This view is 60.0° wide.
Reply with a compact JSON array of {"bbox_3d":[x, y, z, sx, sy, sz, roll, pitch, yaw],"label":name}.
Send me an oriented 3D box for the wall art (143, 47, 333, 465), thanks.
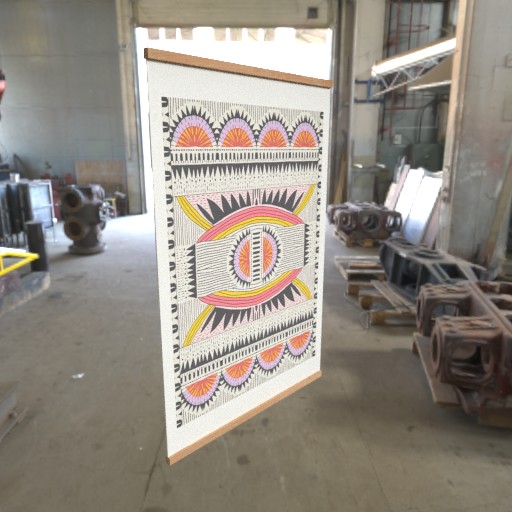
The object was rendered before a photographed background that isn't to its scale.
[{"bbox_3d":[0.000,0.000,1.931,0.028,1.533,0.999,13,19,43],"label":"wall art"}]
